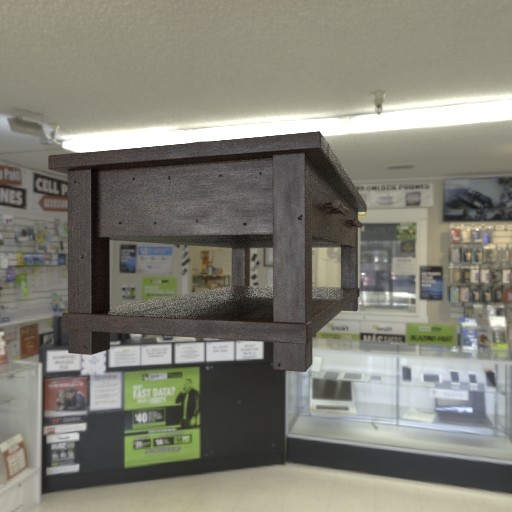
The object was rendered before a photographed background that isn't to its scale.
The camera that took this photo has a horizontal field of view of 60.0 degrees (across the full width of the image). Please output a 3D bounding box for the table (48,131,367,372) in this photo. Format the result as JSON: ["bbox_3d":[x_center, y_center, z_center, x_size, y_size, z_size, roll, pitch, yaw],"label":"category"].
[{"bbox_3d":[0.000,0.000,1.594,0.700,0.494,1.270,0,0,18],"label":"table"}]
